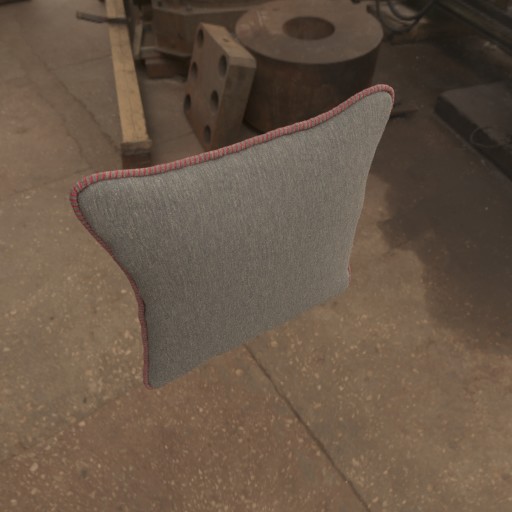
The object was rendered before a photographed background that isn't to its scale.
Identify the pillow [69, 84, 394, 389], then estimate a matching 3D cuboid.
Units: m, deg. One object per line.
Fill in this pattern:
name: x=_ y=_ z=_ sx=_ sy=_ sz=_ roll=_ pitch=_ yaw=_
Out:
pillow: x=0.000 y=0.000 z=0.739 sx=0.482 sy=0.491 sz=0.124 roll=-24 pitch=51 yaw=-21
